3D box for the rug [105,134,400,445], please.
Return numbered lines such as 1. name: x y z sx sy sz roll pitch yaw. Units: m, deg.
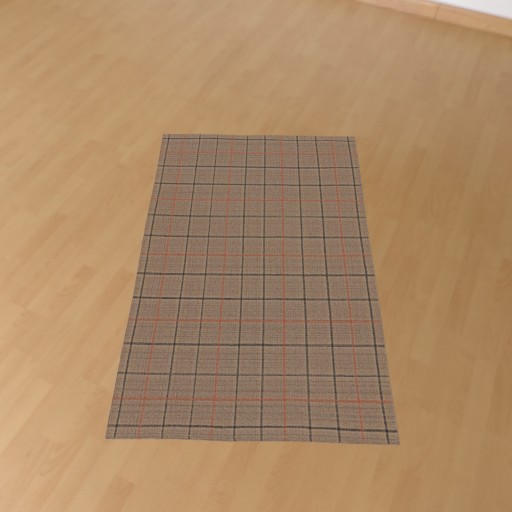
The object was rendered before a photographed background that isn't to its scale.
1. rug: 0.000 0.000 2.325 1.220 0.013 1.829 1 57 1
